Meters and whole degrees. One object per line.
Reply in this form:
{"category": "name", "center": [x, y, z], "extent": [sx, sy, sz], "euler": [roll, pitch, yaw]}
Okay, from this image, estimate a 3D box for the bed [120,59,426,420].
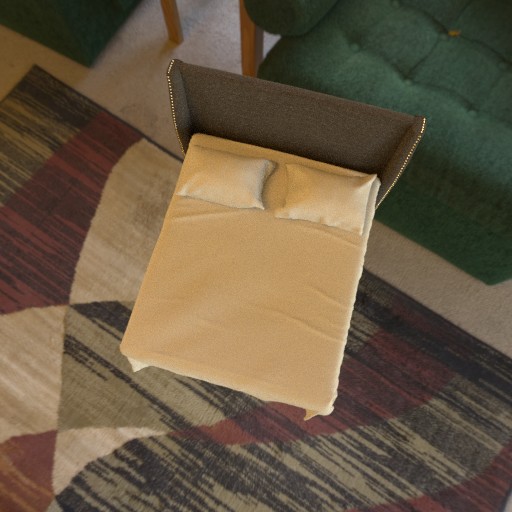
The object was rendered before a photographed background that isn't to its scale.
{"category": "bed", "center": [0.000, 0.000, 3.530], "extent": [1.925, 1.332, 2.276], "euler": [15, 75, 4]}
